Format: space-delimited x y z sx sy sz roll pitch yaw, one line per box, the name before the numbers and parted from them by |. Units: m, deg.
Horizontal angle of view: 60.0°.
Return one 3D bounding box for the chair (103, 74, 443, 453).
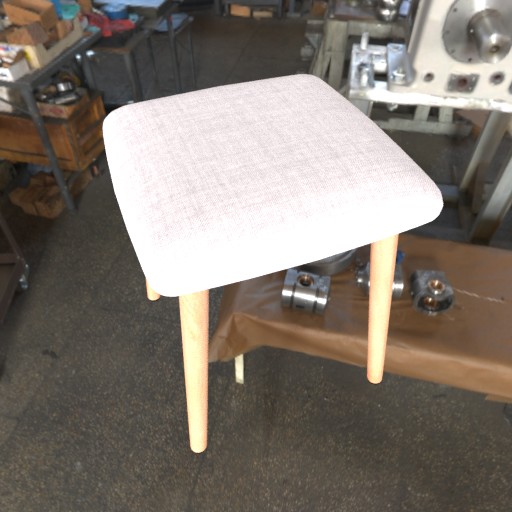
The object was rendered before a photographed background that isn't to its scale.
chair | 0.000 0.000 0.682 0.350 0.440 0.350 -16 48 -15
